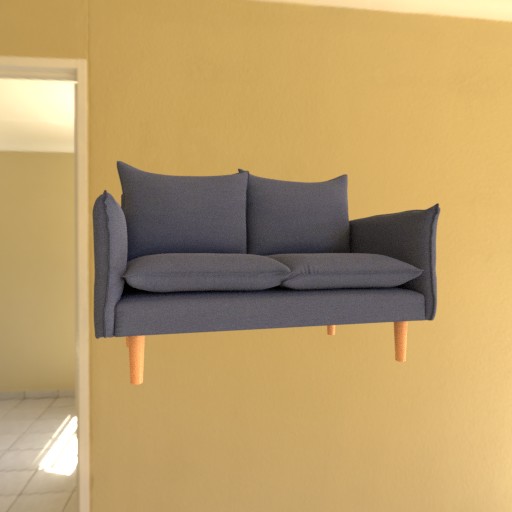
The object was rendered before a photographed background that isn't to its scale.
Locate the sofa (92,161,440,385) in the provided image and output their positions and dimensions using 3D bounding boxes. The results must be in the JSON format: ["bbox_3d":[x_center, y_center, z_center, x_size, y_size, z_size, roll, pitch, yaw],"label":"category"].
[{"bbox_3d":[0.000,0.000,1.895,1.300,0.840,0.820,0,0,-18],"label":"sofa"}]
